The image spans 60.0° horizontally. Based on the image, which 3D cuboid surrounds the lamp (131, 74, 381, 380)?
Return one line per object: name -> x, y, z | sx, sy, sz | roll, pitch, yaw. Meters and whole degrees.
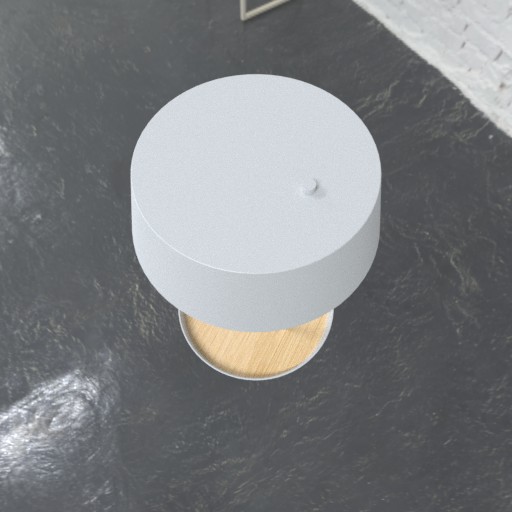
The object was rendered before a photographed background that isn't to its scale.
lamp -> 0.000, 0.000, 0.621 | 0.291, 0.429, 0.291 | 0, 63, 0
